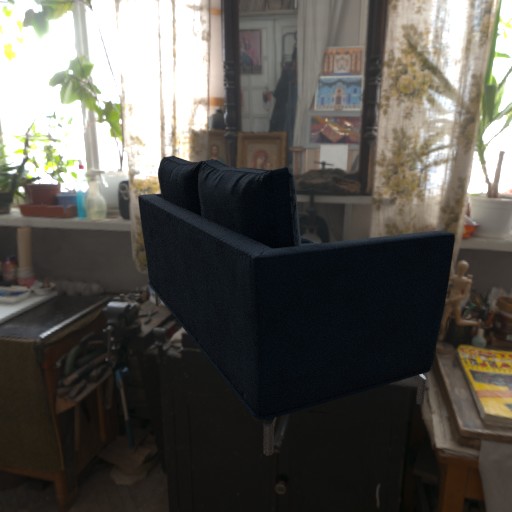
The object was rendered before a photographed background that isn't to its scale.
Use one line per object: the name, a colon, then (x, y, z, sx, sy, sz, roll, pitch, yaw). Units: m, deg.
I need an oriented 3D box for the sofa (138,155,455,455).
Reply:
sofa: (0.000, 0.000, 2.327, 0.853, 1.002, 1.770, -7, 16, -25)
